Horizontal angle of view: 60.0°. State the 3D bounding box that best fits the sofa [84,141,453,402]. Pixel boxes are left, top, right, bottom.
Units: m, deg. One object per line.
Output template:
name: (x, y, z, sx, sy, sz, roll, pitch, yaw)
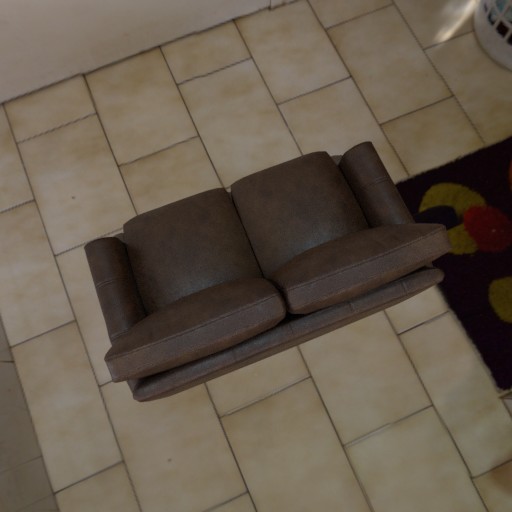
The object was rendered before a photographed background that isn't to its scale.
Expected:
sofa: (0.000, 0.000, 2.310, 1.616, 0.976, 0.990, -21, 76, -5)
